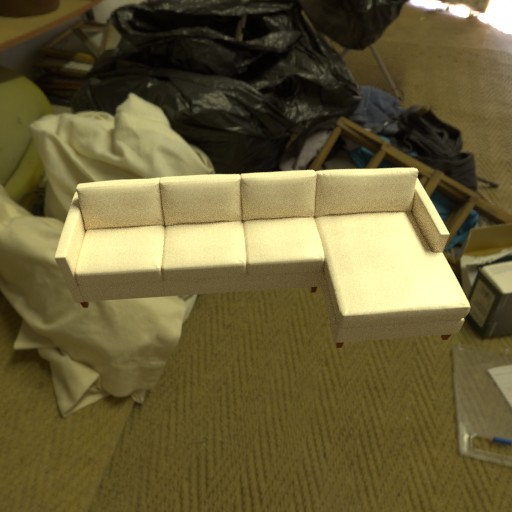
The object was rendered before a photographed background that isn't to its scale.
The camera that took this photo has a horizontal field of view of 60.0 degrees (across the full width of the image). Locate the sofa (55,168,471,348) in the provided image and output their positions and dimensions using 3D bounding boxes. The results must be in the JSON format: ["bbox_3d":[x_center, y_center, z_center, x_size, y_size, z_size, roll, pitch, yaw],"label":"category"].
[{"bbox_3d":[0.000,0.000,4.121,3.471,0.954,1.603,-3,46,-3],"label":"sofa"}]
